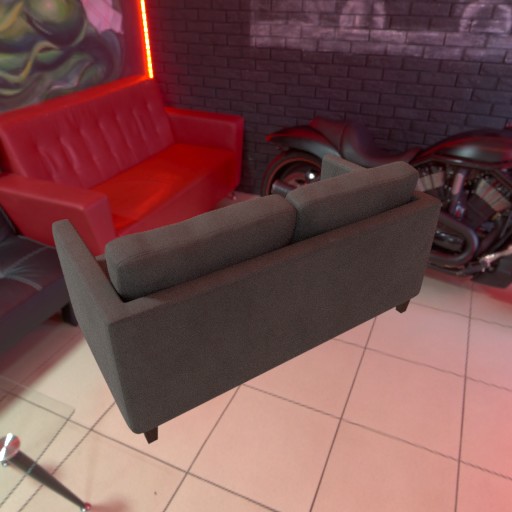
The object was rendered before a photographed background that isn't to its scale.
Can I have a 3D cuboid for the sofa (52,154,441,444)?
[{"bbox_3d":[0.000,0.000,2.464,1.884,0.963,0.950,-19,37,-28],"label":"sofa"}]
